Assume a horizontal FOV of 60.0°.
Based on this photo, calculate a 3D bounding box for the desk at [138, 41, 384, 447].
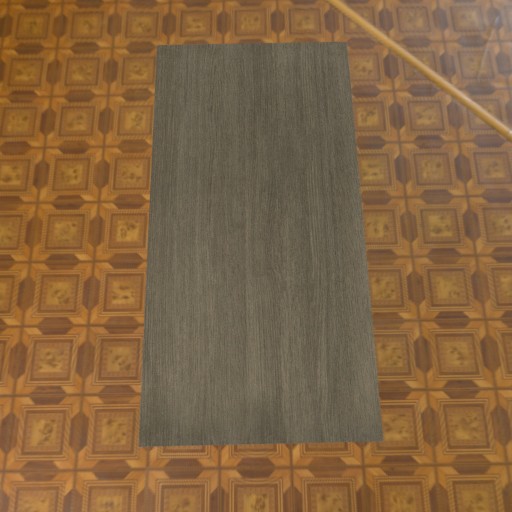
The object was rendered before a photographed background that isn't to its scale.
[{"bbox_3d":[0.000,0.000,1.512,0.560,0.735,1.097,-1,74,0],"label":"desk"}]
